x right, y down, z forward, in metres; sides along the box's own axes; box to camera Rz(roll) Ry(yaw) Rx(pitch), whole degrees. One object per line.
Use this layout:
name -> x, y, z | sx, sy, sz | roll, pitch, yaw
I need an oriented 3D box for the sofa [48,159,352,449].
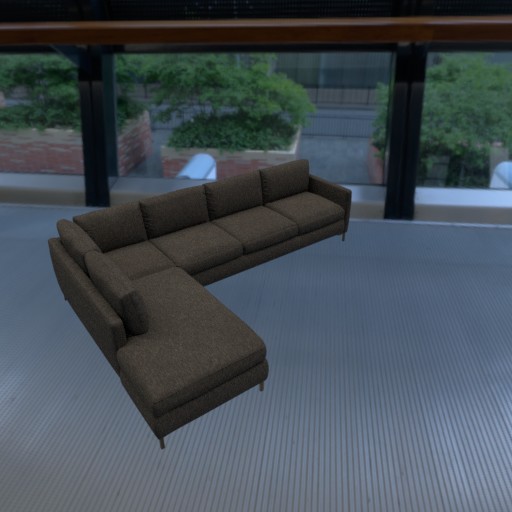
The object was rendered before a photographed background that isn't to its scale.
sofa -> 0.000, 0.000, 3.876 | 2.949, 0.815, 2.007 | -21, 36, -32
